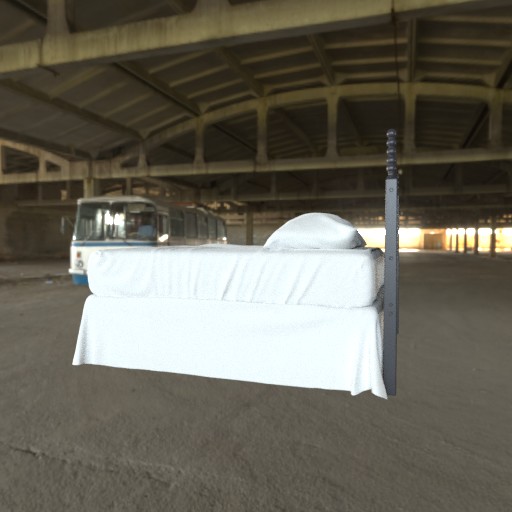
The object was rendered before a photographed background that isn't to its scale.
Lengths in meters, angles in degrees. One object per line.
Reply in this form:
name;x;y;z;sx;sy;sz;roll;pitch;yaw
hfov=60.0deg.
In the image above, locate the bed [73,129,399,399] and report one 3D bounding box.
bed;0.000;0.000;3.320;2.040;1.356;1.873;1;2;18
